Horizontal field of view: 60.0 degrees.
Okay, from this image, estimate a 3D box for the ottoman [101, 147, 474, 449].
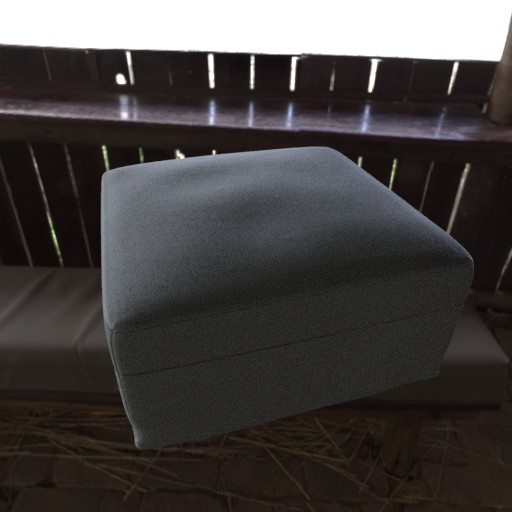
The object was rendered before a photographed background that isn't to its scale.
[{"bbox_3d":[0.000,0.000,1.324,0.842,0.441,0.843,-9,34,-14],"label":"ottoman"}]
